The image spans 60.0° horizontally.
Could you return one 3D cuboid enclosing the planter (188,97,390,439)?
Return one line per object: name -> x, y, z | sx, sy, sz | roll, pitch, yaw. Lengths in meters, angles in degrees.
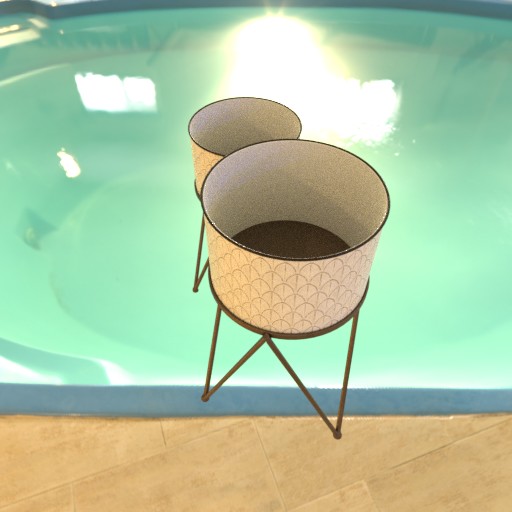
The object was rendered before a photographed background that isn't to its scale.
planter -> 0.000, 0.000, 1.158 | 0.413, 0.712, 0.769 | -10, 48, -9
